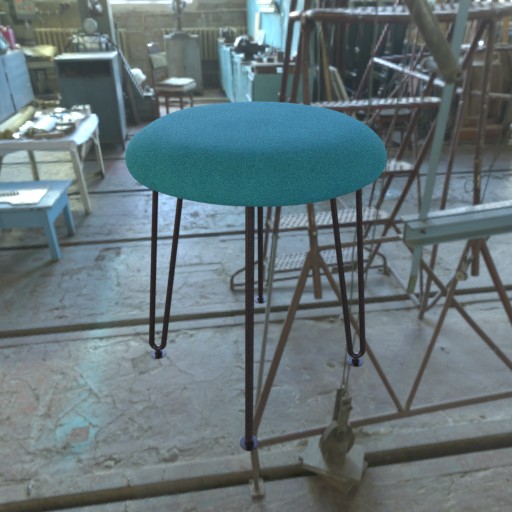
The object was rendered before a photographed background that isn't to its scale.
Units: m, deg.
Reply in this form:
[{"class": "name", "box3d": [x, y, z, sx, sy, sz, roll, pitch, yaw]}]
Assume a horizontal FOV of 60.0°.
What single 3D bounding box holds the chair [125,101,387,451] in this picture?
[{"class": "chair", "box3d": [0.000, 0.000, 0.698, 0.350, 0.430, 0.350, 20, 36, 31]}]
